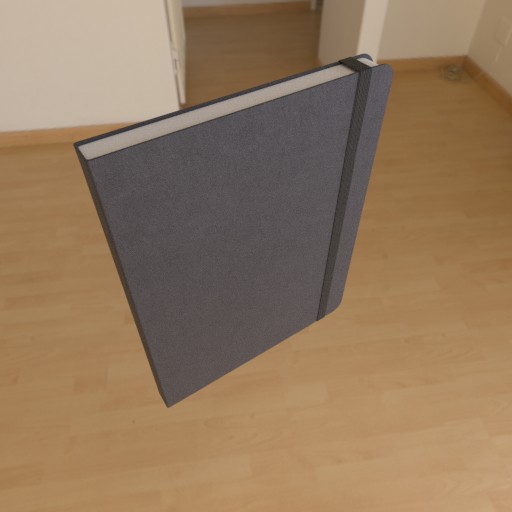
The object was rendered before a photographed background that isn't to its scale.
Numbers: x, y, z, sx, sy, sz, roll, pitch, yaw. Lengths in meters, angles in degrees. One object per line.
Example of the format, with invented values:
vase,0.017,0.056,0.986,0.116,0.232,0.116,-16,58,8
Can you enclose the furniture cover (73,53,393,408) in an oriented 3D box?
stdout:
furniture cover,0.000,0.000,0.368,0.216,0.281,0.023,-26,52,-22
